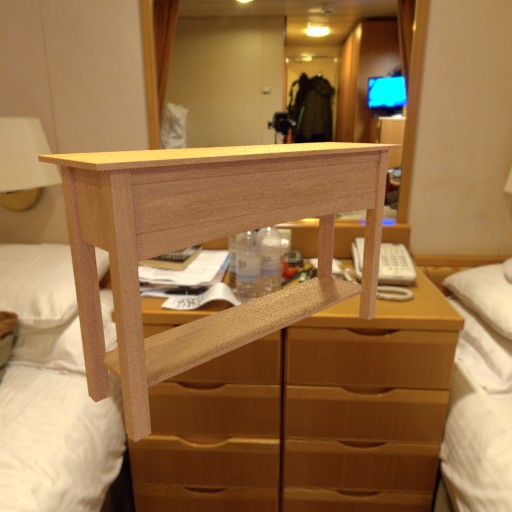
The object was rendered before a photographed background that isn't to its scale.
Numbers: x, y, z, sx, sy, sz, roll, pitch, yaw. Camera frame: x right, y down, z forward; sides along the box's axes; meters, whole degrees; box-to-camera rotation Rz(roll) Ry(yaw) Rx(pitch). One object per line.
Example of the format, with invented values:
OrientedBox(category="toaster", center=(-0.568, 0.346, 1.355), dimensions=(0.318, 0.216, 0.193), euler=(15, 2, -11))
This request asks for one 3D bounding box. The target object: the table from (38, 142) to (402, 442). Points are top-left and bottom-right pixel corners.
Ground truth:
OrientedBox(category="table", center=(0.000, 0.000, 1.548), dimensions=(1.240, 0.730, 0.350), euler=(-15, 22, -41))
